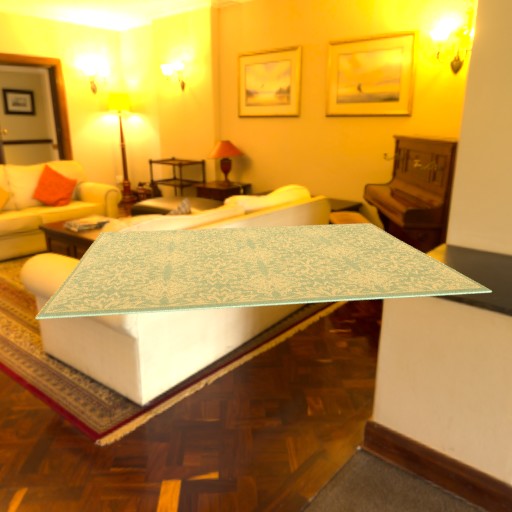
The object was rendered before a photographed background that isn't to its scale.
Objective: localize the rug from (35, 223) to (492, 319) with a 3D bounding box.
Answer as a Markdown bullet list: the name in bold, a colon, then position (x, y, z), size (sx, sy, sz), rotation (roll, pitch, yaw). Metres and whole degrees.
- **rug**: position (0.000, 0.000, 2.858), size (2.205, 0.014, 1.589), rotation (-2, 17, -8)
